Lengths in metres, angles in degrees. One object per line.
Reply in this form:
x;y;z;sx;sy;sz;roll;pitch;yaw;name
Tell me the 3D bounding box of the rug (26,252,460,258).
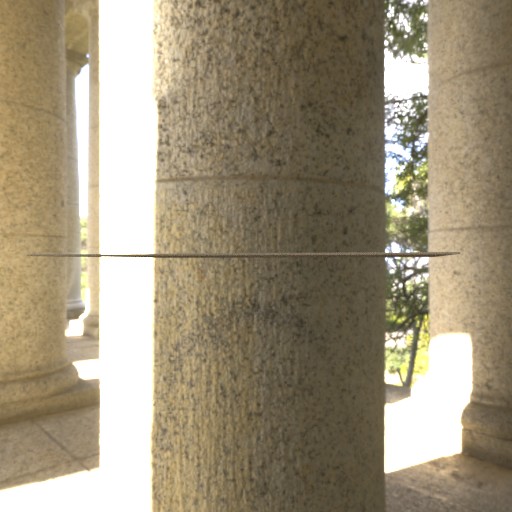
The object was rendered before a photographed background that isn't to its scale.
0.000;0.000;2.334;1.828;0.007;1.220;0;-1;18;rug
